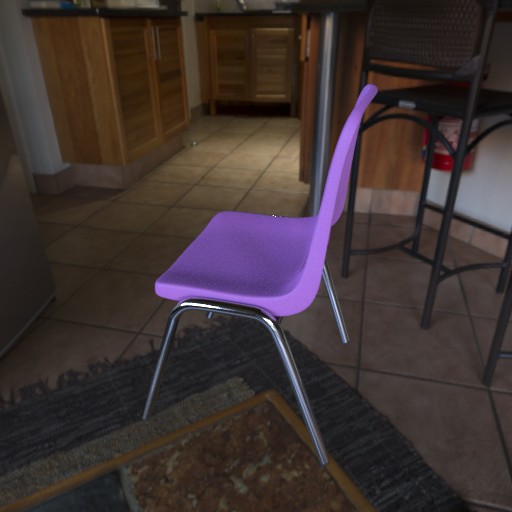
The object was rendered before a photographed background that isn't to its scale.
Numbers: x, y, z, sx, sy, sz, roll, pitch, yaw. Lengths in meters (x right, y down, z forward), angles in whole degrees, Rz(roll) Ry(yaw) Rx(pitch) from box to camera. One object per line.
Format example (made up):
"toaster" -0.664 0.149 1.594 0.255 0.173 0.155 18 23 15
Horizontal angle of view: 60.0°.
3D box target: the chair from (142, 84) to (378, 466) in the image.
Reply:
"chair" 0.000 0.000 0.672 0.301 0.493 0.291 8 30 14
